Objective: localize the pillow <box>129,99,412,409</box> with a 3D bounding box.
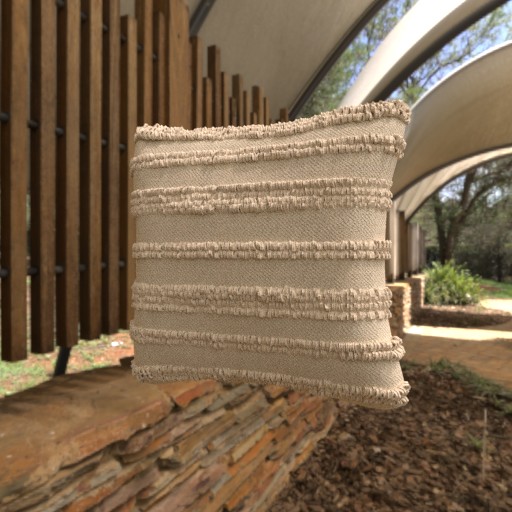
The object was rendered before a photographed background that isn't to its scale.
[{"bbox_3d":[0.000,0.000,0.660,0.437,0.427,0.145,0,0,20],"label":"pillow"}]
